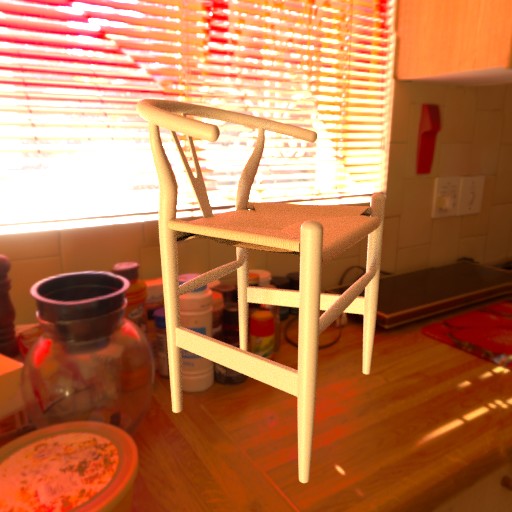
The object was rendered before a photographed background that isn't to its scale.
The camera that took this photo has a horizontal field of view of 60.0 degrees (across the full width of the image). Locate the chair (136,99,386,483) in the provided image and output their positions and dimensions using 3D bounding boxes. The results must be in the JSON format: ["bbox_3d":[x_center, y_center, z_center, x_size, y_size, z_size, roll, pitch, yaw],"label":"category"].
[{"bbox_3d":[0.000,0.000,1.078,0.500,0.736,0.533,7,16,27],"label":"chair"}]
